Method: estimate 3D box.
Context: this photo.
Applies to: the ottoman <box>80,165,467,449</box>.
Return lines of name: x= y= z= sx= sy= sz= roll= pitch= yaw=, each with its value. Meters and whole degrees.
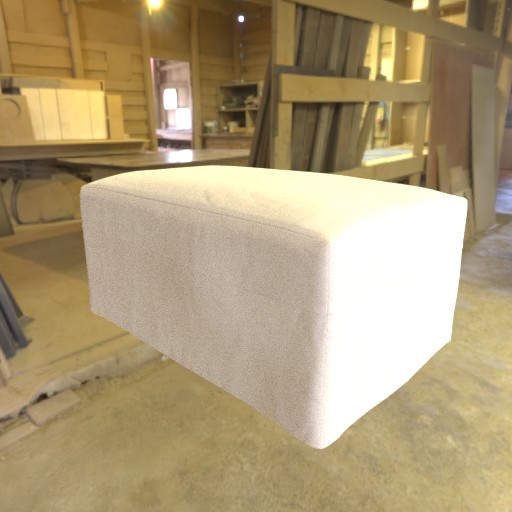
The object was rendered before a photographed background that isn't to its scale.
ottoman: x=0.000 y=0.000 z=1.179 sx=0.872 sy=0.444 sz=0.590 roll=16 pitch=24 yaw=41
